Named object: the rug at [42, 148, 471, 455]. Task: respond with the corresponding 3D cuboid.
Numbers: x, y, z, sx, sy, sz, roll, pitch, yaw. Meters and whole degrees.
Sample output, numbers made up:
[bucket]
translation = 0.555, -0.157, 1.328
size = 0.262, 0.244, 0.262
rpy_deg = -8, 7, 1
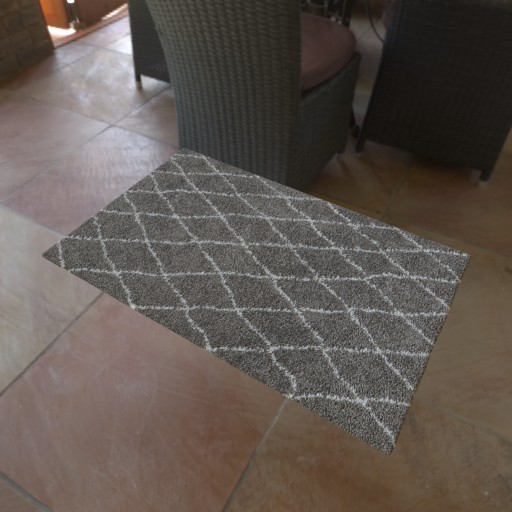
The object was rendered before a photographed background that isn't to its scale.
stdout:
[rug]
translation = 0.000, 0.000, 2.958
size = 2.438, 0.030, 1.524
rpy_deg = 24, 51, 22
